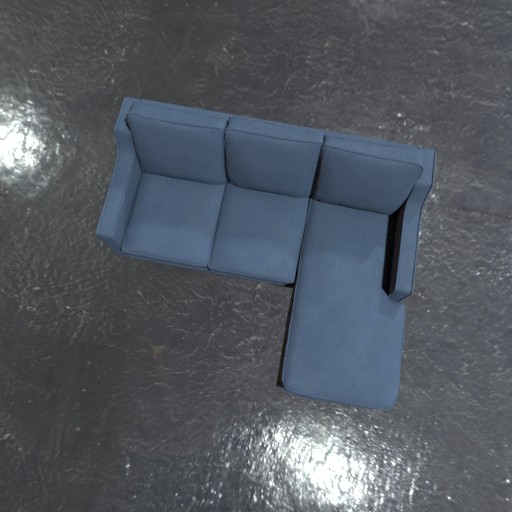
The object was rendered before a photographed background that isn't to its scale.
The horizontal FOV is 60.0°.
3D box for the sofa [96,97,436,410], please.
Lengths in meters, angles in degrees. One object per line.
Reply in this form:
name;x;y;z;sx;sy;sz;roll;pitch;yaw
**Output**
sofa;0.000;0.000;3.296;2.317;1.066;1.858;11;75;3
